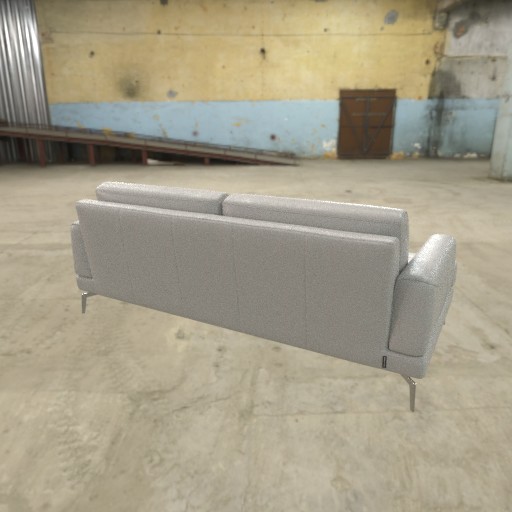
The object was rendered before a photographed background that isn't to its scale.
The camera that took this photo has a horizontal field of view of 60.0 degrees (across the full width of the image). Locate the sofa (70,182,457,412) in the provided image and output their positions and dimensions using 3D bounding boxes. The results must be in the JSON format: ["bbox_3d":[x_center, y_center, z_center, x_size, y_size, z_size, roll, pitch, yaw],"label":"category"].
[{"bbox_3d":[0.000,0.000,2.398,1.940,0.765,0.974,9,20,28],"label":"sofa"}]
